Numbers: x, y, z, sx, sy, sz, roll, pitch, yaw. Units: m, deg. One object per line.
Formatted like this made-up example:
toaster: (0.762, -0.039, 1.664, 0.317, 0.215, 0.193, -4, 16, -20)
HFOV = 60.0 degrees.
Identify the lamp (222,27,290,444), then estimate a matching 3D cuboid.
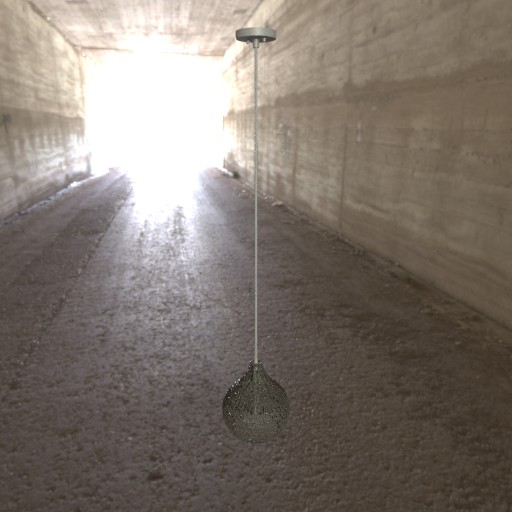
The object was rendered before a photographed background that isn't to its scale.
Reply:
lamp: (0.000, 0.000, 2.091, 0.355, 1.919, 0.355, 15, 22, 41)
